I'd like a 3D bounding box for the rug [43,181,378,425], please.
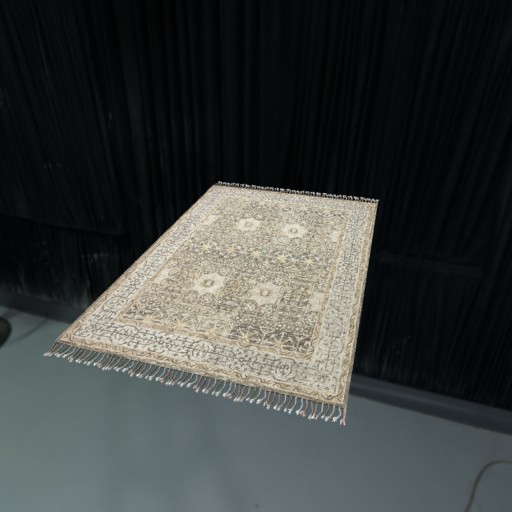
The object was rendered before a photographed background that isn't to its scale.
[{"bbox_3d":[0.000,0.000,2.503,1.237,0.010,2.029,9,32,14],"label":"rug"}]
